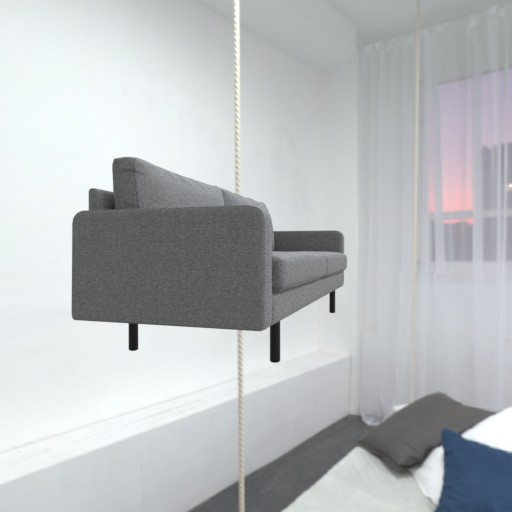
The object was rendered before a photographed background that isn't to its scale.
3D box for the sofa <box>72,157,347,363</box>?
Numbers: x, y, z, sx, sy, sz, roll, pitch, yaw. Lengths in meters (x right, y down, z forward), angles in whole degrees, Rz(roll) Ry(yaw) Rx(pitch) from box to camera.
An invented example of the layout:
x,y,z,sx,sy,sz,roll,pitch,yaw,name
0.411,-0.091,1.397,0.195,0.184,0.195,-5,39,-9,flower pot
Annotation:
x,y,z,sx,sy,sz,roll,pitch,yaw,name
0.000,0.000,2.727,0.880,0.880,2.200,0,1,19,sofa
